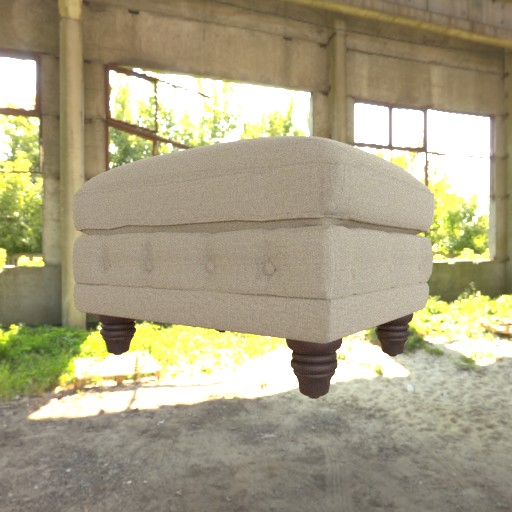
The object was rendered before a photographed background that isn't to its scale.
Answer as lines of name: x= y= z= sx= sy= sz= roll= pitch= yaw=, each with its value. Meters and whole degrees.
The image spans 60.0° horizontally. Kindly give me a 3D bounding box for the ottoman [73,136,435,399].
ottoman: x=0.000 y=0.000 z=1.034 sx=0.684 sy=0.463 sz=0.541 roll=0 pitch=0 yaw=36
